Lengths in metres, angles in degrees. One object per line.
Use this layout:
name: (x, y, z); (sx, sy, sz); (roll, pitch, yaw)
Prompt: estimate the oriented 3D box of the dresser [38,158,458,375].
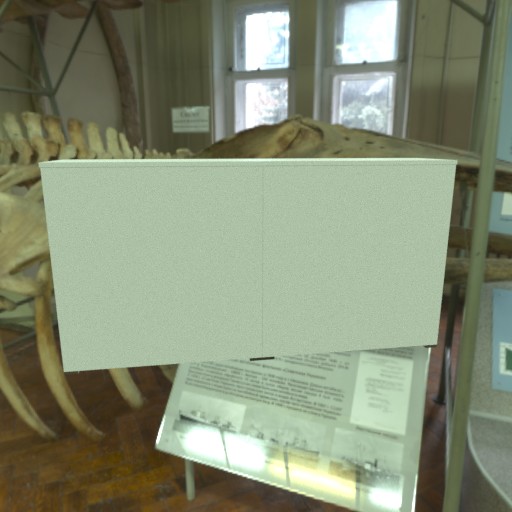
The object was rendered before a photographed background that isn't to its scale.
dresser: (0.000, 0.000, 1.863); (1.535, 0.790, 0.333); (-2, 14, -9)
